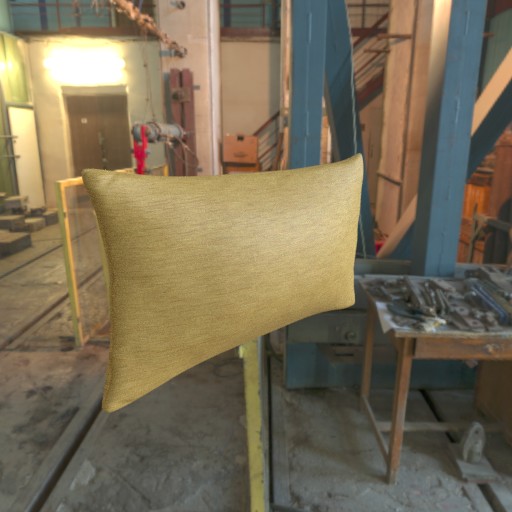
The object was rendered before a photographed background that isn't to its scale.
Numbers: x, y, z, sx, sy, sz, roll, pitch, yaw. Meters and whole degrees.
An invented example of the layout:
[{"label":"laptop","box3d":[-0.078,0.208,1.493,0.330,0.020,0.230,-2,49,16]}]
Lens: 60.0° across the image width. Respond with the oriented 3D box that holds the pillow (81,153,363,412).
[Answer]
[{"label":"pillow","box3d":[0.000,0.000,0.816,0.634,0.354,0.210,-14,20,-42]}]
